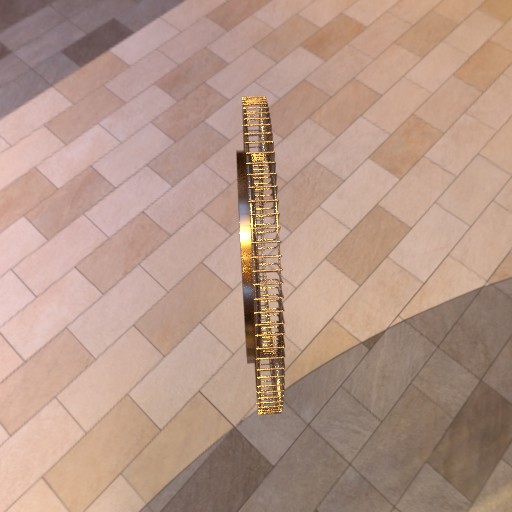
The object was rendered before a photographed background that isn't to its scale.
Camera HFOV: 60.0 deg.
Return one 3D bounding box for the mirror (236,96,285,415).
[{"bbox_3d":[0.000,0.000,1.039,0.067,0.703,0.703,-3,64,-1],"label":"mirror"}]
